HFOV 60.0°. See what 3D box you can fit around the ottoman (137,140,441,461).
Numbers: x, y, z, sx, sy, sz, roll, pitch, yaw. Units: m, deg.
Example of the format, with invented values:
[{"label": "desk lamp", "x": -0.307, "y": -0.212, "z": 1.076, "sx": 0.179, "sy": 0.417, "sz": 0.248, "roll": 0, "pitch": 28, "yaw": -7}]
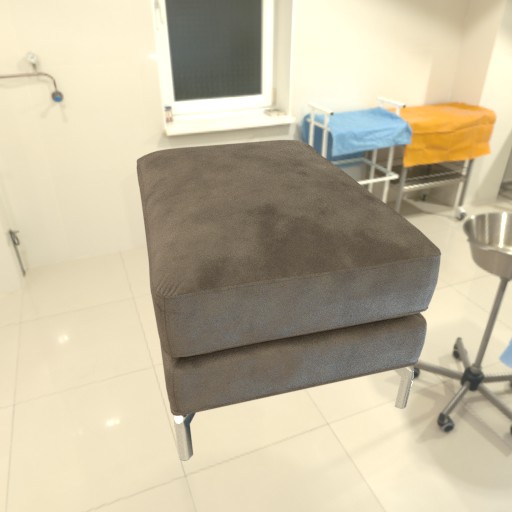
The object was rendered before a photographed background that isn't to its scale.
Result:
[{"label": "ottoman", "x": 0.000, "y": 0.000, "z": 1.102, "sx": 0.520, "sy": 0.456, "sz": 0.719, "roll": -8, "pitch": 32, "yaw": -13}]
